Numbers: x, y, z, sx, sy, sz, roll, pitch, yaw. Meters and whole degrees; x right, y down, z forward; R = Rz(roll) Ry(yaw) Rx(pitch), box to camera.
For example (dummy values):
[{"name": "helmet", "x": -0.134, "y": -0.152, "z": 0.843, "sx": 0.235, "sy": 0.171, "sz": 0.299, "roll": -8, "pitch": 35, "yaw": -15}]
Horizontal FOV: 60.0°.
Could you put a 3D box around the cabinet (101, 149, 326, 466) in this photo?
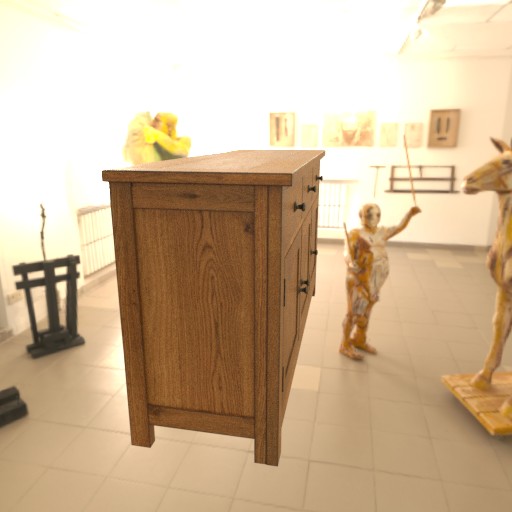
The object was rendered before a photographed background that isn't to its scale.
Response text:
[{"name": "cabinet", "x": 0.000, "y": 0.000, "z": 1.848, "sx": 0.480, "sy": 0.813, "sz": 1.474, "roll": 3, "pitch": 16, "yaw": 11}]
